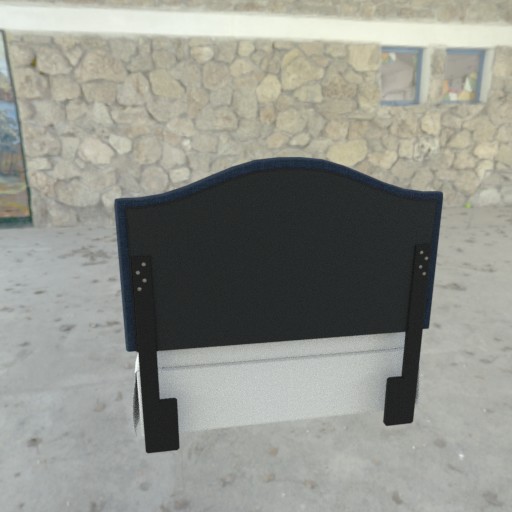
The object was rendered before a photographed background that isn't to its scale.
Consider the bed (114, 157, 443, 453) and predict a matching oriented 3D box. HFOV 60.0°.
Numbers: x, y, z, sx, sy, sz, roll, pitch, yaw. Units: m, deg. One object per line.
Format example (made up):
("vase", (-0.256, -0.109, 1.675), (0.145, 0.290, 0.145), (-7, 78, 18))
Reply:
("bed", (0.000, 0.000, 3.287), (1.725, 1.518, 2.153), (-3, 15, -10))
